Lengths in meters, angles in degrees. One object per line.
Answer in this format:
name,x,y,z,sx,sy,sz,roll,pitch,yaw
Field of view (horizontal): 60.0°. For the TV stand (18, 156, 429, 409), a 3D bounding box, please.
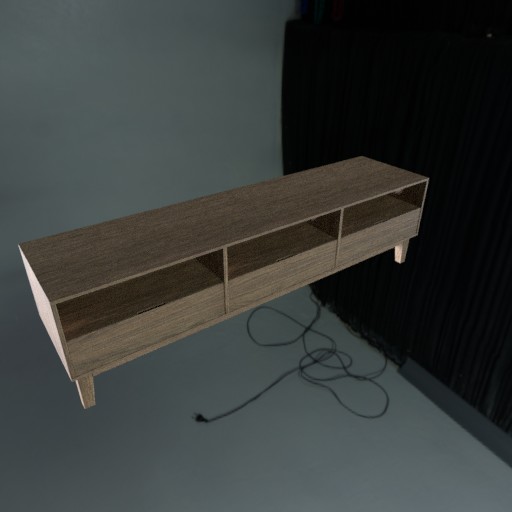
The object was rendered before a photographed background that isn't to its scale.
TV stand,0.000,0.000,1.667,1.482,0.409,0.366,-20,35,-30
